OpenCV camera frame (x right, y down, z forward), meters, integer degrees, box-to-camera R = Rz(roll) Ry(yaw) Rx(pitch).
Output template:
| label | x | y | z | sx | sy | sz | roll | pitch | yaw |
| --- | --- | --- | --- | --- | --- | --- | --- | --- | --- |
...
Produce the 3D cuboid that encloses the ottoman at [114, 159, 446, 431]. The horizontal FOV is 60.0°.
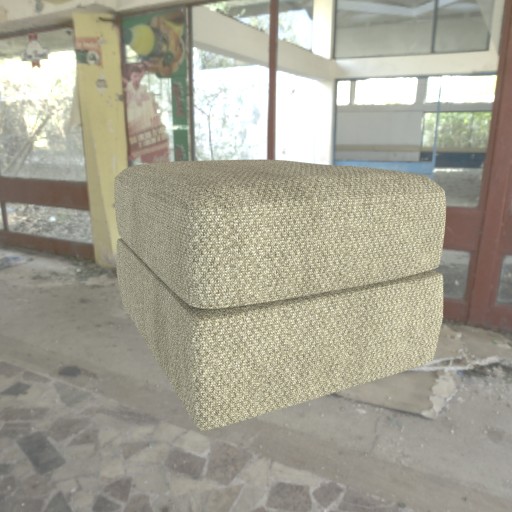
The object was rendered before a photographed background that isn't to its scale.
| label | x | y | z | sx | sy | sz | roll | pitch | yaw |
| --- | --- | --- | --- | --- | --- | --- | --- | --- | --- |
| ottoman | 0.000 | 0.000 | 1.163 | 0.603 | 0.476 | 0.751 | -7 | 17 | -26 |
